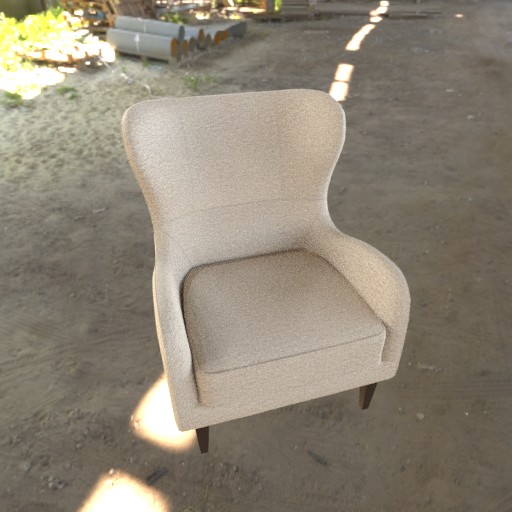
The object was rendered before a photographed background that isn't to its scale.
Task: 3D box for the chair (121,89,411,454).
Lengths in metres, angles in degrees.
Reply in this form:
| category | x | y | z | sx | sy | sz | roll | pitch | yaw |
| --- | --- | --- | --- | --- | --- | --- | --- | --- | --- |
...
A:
| category | x | y | z | sx | sy | sz | roll | pitch | yaw |
| --- | --- | --- | --- | --- | --- | --- | --- | --- | --- |
| chair | 0.000 | 0.000 | 1.753 | 0.861 | 1.064 | 0.984 | -10 | 35 | -14 |
